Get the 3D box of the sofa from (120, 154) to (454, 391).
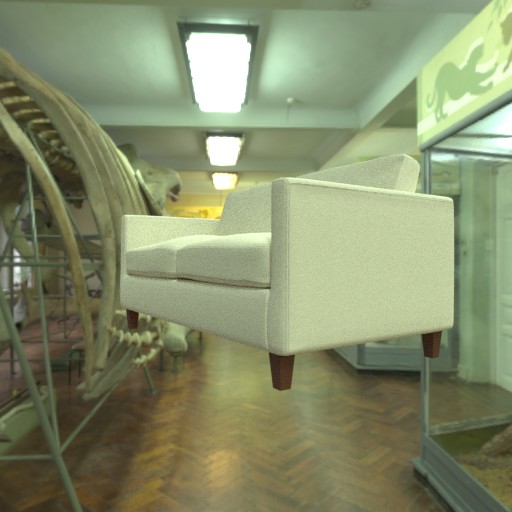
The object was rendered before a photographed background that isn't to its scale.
[{"bbox_3d":[0.000,0.000,2.341,0.964,0.888,1.702,0,0,-34],"label":"sofa"}]
